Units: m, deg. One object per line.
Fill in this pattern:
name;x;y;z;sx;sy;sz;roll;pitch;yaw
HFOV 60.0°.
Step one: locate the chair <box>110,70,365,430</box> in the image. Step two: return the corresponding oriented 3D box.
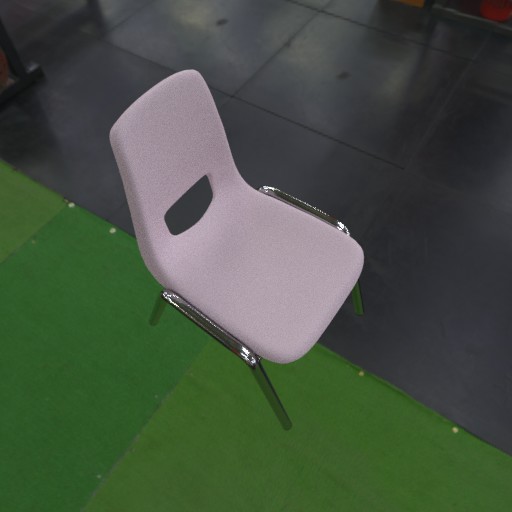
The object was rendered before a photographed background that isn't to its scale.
chair;0.000;0.000;0.855;0.423;0.586;0.354;31;62;18
